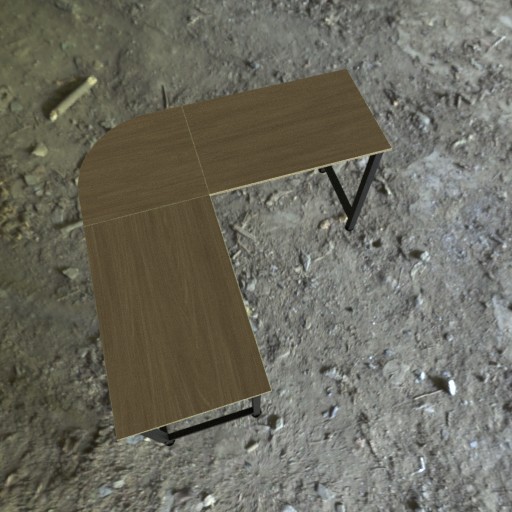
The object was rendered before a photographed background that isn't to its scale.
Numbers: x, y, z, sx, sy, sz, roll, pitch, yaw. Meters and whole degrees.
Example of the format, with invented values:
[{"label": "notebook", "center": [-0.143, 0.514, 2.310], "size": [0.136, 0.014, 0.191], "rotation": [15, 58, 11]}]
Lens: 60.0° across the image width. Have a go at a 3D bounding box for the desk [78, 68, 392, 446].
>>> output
[{"label": "desk", "center": [0.000, 0.000, 2.202], "size": [1.400, 0.762, 1.400], "rotation": [-15, 64, -8]}]
